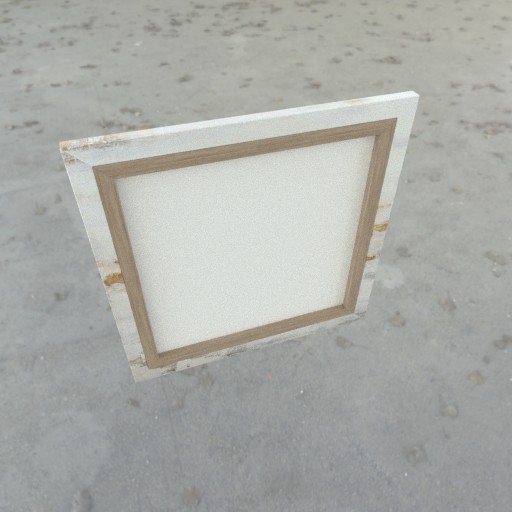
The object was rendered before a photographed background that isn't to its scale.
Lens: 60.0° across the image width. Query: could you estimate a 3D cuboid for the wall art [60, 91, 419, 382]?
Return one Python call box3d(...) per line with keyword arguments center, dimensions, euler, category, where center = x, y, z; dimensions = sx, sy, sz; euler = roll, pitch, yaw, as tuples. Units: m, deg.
box3d(center=(0.000, 0.000, 1.545), dimensions=(1.015, 1.018, 0.040), euler=(-13, 43, -14), category="wall art")
